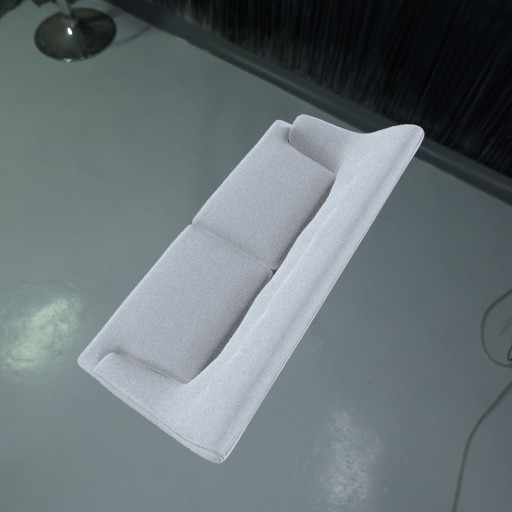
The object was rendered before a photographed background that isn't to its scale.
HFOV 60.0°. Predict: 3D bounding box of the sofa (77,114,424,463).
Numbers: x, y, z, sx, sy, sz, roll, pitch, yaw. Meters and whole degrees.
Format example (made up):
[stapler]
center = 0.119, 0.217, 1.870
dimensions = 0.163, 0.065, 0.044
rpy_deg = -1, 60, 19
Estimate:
[sofa]
center = 0.000, 0.000, 2.542
dimensions = 0.978, 0.871, 2.057
rpy_deg = 30, 67, 14
